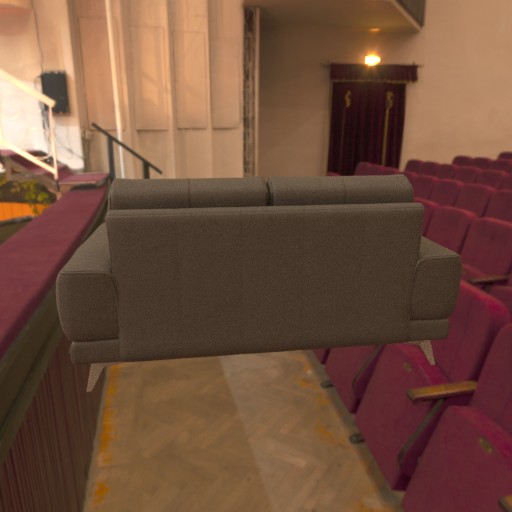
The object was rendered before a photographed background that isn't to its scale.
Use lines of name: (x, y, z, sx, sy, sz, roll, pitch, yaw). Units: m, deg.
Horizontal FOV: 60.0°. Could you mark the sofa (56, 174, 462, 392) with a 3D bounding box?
sofa: (0.000, 0.000, 2.374, 1.806, 0.907, 1.018, -2, 16, -8)
